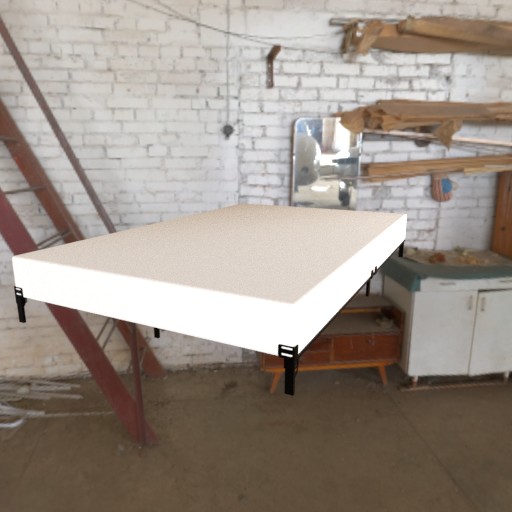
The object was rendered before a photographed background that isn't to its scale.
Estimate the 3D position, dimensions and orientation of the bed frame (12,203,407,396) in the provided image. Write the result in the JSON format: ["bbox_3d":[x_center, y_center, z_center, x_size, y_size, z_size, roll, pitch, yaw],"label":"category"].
[{"bbox_3d":[0.000,0.000,3.680,1.930,0.440,2.987,7,16,26],"label":"bed frame"}]
